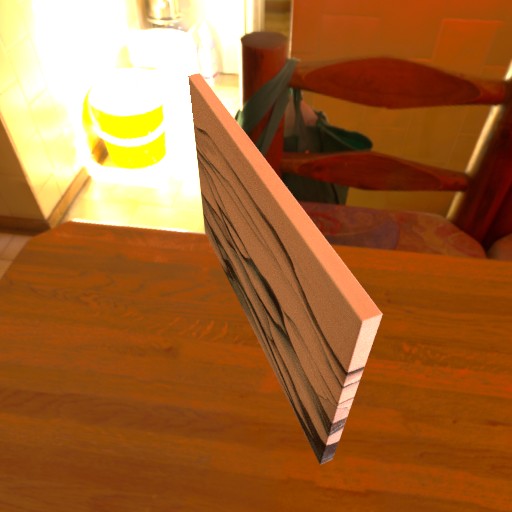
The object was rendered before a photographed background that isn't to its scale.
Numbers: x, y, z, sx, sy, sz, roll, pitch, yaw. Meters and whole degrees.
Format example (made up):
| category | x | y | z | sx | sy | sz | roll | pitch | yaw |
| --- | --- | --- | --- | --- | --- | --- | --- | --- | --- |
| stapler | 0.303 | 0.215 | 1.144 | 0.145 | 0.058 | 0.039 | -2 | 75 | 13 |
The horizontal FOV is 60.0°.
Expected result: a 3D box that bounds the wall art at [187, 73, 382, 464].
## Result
| category | x | y | z | sx | sy | sz | roll | pitch | yaw |
| --- | --- | --- | --- | --- | --- | --- | --- | --- | --- |
| wall art | 0.000 | 0.000 | 1.180 | 0.039 | 0.609 | 0.914 | -17 | 48 | -15 |
